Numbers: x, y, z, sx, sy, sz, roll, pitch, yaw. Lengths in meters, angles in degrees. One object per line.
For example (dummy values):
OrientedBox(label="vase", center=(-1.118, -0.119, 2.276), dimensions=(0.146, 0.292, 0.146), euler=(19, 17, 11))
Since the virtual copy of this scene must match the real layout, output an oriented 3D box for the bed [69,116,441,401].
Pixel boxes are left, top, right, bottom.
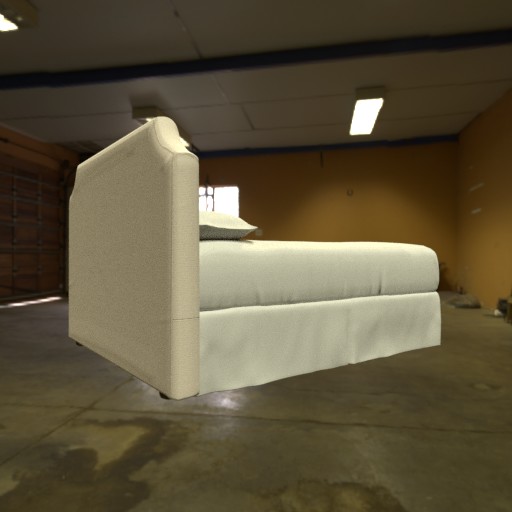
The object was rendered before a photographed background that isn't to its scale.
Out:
OrientedBox(label="bed", center=(0.000, 0.000, 3.213), dimensions=(2.164, 1.297, 1.828), euler=(0, 0, -36))
